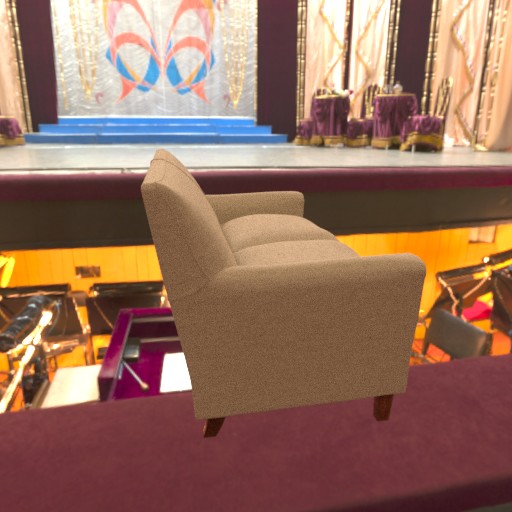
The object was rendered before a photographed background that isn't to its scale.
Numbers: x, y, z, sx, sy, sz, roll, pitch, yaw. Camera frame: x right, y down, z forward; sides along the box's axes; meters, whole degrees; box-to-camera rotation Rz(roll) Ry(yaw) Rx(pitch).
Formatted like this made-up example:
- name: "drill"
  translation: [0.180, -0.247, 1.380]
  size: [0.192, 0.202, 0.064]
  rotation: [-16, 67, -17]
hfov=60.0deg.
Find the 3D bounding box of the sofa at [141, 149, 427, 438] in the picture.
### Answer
- name: "sofa"
  translation: [0.000, 0.000, 2.040]
  size: [0.891, 0.892, 1.482]
  rotation: [-3, 17, -10]
